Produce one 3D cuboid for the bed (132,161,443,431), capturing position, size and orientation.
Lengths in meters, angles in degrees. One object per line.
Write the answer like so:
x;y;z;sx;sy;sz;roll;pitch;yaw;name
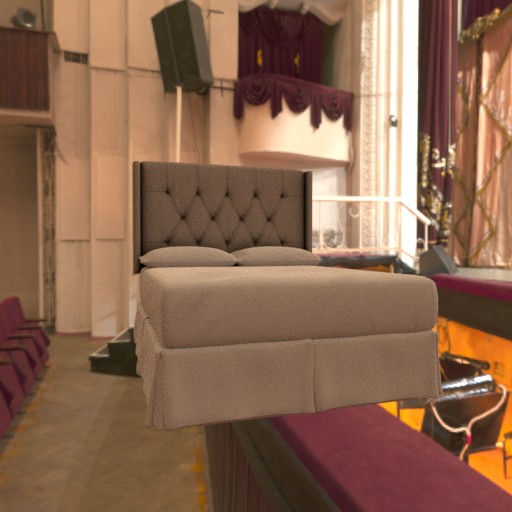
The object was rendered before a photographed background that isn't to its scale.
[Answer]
0.000;0.000;3.271;1.719;1.665;2.066;0;1;-18;bed
